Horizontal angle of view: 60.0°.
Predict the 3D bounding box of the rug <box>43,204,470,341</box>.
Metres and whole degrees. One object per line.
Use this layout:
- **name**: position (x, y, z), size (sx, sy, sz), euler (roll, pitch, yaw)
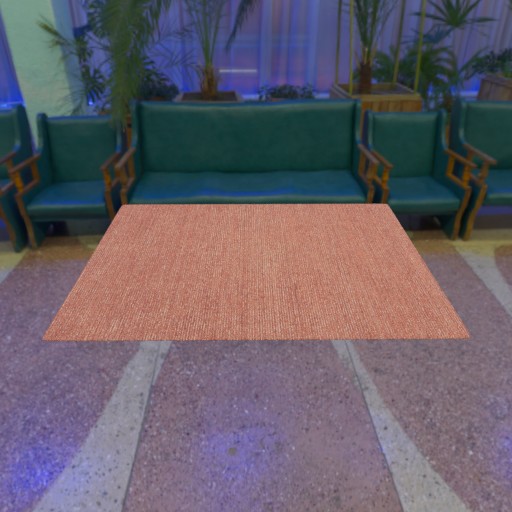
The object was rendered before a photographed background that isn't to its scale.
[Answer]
- **rug**: position (0.000, 0.000, 2.847), size (2.112, 0.009, 1.594), euler (0, 31, 0)
